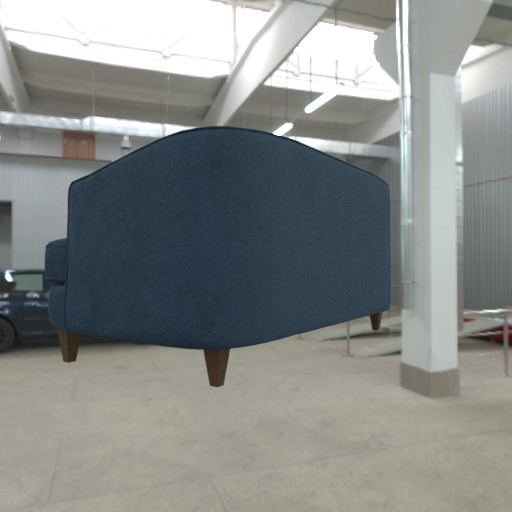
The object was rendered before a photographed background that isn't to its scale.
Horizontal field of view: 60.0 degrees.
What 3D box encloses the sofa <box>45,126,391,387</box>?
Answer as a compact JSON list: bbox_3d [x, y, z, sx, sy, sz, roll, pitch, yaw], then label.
[{"bbox_3d":[0.000,0.000,2.217,0.941,0.854,1.733,0,-1,36],"label":"sofa"}]
